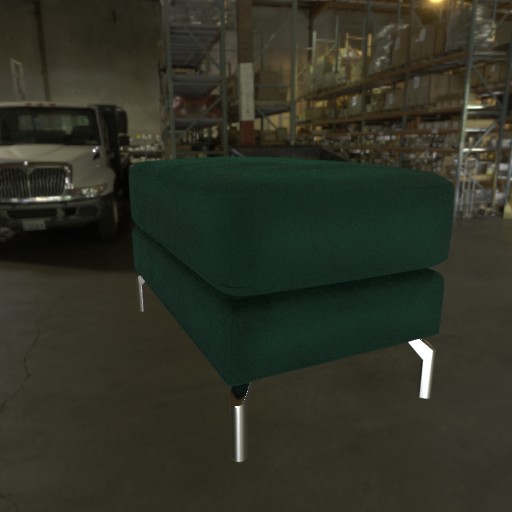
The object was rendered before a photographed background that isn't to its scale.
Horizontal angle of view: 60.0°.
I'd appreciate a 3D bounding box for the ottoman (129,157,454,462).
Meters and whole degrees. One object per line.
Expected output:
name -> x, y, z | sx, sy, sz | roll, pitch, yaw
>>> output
ottoman -> 0.000, 0.000, 1.238 | 0.536, 0.533, 0.886 | -7, 16, -25
